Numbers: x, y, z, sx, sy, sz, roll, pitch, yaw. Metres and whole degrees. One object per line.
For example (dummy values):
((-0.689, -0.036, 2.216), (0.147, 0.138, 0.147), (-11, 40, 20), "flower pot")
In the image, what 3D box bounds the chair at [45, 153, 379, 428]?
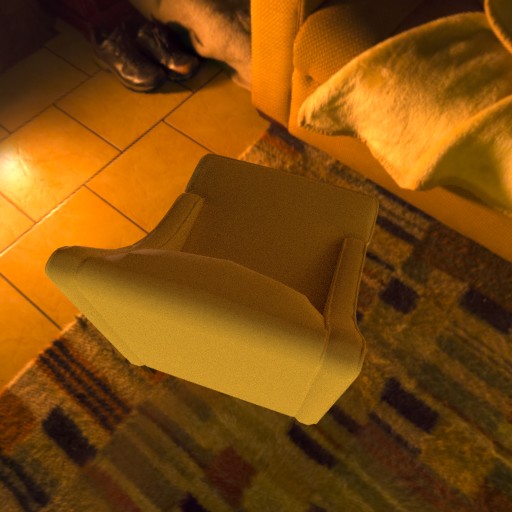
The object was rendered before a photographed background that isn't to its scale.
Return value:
((0.000, 0.000, 1.418), (0.689, 0.886, 0.806), (16, 63, 9), "chair")
